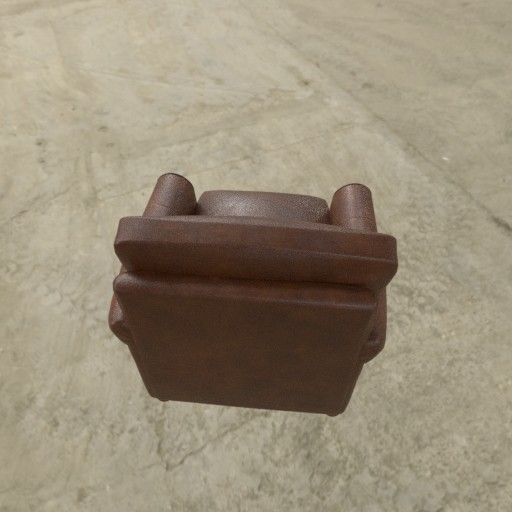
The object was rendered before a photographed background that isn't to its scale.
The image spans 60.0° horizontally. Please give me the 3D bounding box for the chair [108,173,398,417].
[{"bbox_3d":[0.000,0.000,1.842,0.989,0.972,0.992,4,47,4],"label":"chair"}]
